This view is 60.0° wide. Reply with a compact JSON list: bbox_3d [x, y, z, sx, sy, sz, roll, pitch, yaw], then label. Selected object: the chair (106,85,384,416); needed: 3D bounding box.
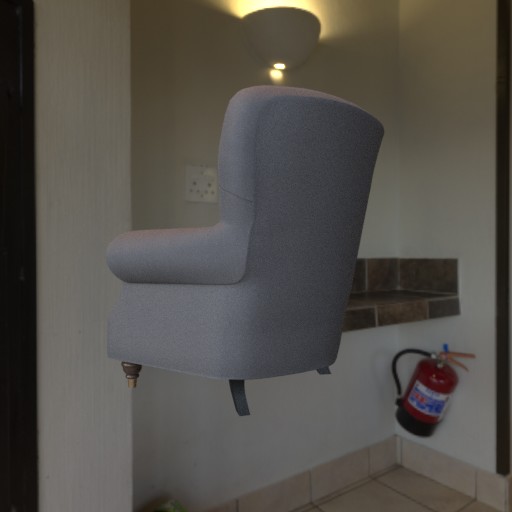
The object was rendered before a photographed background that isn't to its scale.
[{"bbox_3d":[0.000,0.000,1.803,0.983,1.046,0.983,0,1,36],"label":"chair"}]
